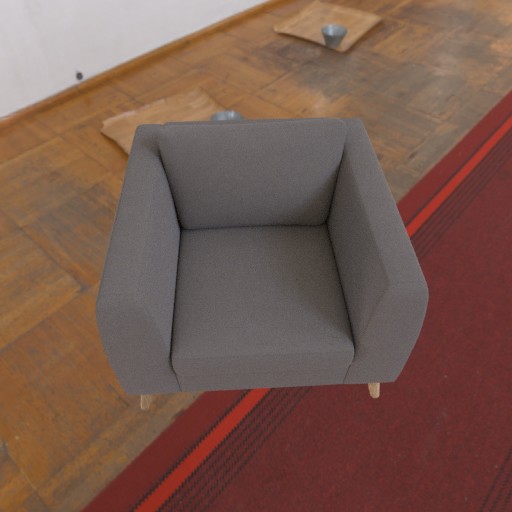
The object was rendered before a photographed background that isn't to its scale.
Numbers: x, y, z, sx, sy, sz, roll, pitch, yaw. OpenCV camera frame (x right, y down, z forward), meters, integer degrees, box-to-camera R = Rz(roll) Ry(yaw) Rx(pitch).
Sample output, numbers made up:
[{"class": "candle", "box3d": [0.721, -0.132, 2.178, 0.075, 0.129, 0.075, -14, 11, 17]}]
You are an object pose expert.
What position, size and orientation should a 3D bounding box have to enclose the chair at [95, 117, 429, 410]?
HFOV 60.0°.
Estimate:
[{"class": "chair", "box3d": [0.000, 0.000, 1.729, 1.000, 0.860, 0.930, -2, 48, -2]}]
